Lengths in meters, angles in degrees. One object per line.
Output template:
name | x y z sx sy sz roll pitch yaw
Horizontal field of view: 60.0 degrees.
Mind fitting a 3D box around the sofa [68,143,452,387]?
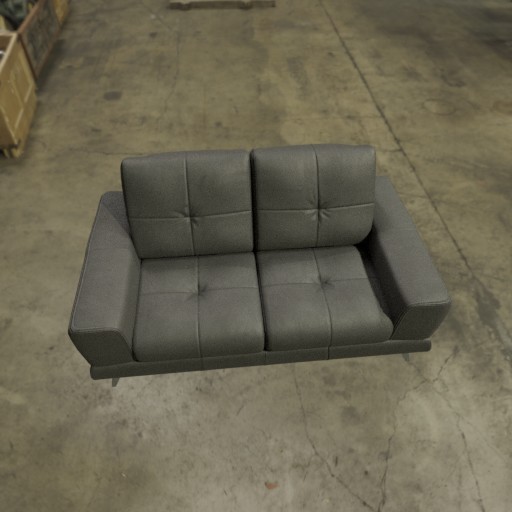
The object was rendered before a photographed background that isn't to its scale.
sofa | 0.000 0.000 2.404 1.806 0.907 1.018 -4 47 -4
